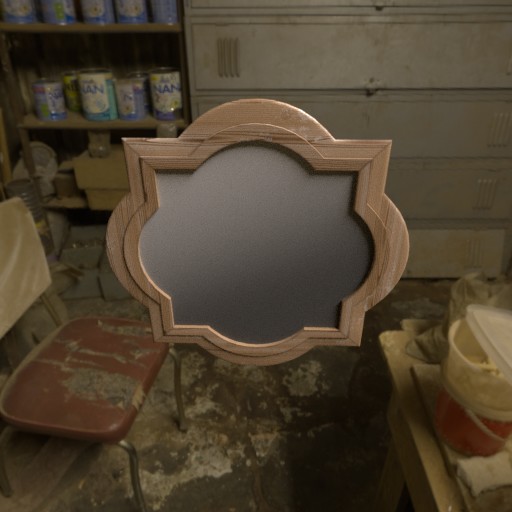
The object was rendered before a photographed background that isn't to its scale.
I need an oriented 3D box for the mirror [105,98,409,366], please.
[{"bbox_3d":[0.000,0.000,1.033,0.686,0.686,0.019,1,31,1],"label":"mirror"}]
